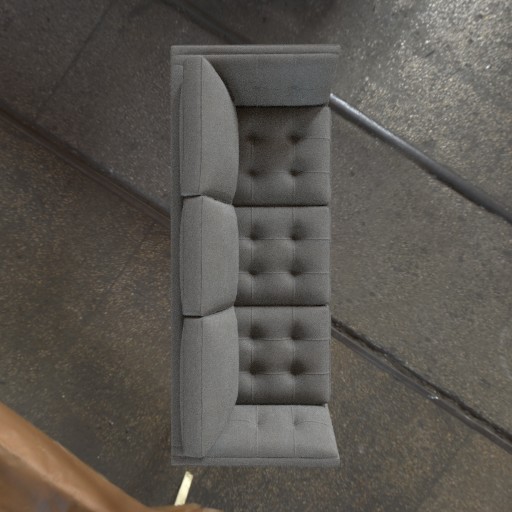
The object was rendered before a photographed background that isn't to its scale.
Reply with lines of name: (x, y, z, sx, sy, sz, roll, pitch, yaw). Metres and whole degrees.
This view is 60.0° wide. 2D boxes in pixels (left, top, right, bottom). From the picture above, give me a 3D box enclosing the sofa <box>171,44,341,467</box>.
sofa: (0.000, 0.000, 2.808, 0.965, 0.940, 2.387, 0, 90, 0)
